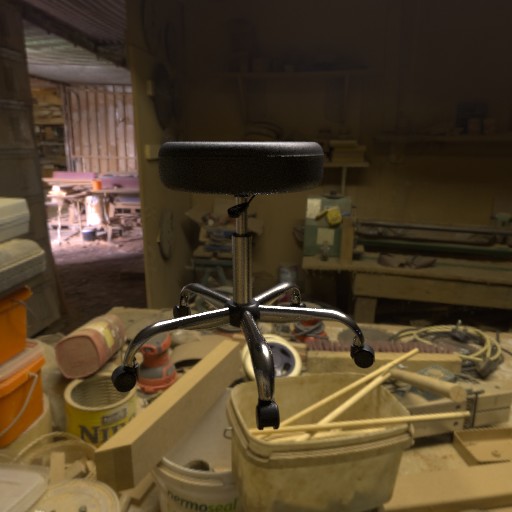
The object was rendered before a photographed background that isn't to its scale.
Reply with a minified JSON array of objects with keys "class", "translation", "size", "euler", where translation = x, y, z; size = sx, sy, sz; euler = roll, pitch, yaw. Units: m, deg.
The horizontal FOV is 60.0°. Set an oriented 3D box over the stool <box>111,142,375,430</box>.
[{"class":"stool","translation":[0.000,0.000,1.155],"size":[0.638,0.576,0.673],"euler":[2,15,10]}]
